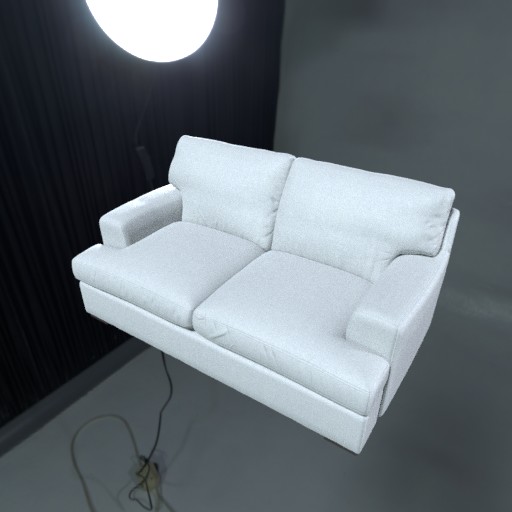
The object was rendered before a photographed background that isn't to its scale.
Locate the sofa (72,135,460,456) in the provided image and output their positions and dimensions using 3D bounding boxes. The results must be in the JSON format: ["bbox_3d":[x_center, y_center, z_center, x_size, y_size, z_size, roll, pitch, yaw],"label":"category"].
[{"bbox_3d":[0.000,0.000,2.478,1.880,0.940,1.143,19,35,29],"label":"sofa"}]
